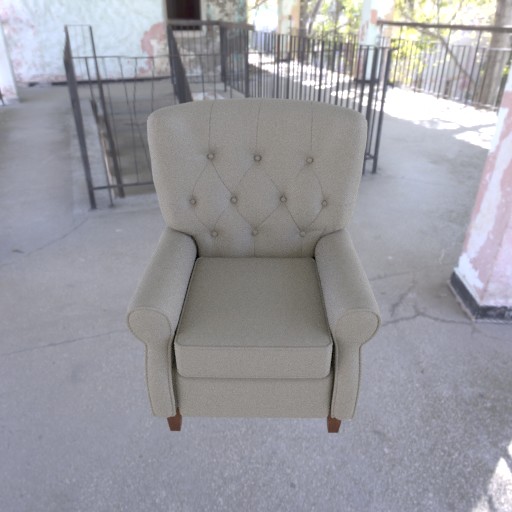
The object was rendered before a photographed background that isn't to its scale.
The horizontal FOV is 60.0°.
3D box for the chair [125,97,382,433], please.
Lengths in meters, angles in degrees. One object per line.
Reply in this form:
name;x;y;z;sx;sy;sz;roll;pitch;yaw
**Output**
chair;0.000;0.000;1.897;0.943;1.158;1.059;1;29;1
